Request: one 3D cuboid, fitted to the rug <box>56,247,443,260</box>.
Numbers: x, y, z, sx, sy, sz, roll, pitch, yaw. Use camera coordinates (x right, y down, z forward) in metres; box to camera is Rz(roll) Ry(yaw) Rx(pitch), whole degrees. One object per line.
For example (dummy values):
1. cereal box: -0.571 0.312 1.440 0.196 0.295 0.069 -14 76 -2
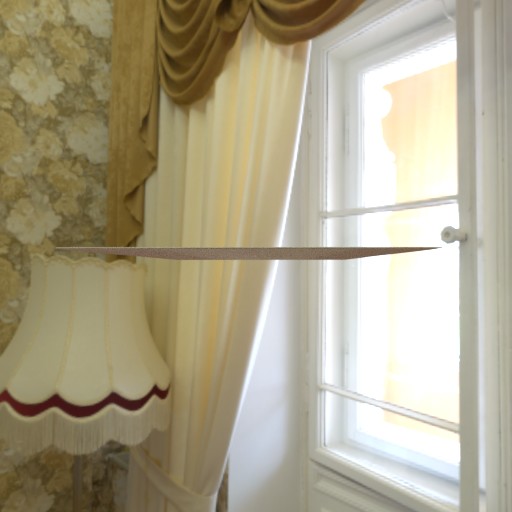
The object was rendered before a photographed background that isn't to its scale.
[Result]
1. rug: 0.000 0.000 2.324 1.234 0.006 1.850 0 -2 2
